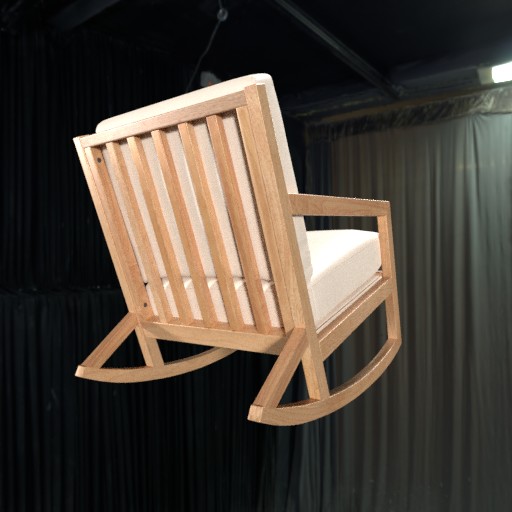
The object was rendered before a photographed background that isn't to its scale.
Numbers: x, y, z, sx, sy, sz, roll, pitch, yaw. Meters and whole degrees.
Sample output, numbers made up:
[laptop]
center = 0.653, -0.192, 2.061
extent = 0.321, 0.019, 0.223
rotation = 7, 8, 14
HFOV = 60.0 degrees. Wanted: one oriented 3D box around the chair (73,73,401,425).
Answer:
[chair]
center = 0.000, 0.000, 1.375
extent = 0.622, 0.790, 0.857
rotation = -1, -2, 36
